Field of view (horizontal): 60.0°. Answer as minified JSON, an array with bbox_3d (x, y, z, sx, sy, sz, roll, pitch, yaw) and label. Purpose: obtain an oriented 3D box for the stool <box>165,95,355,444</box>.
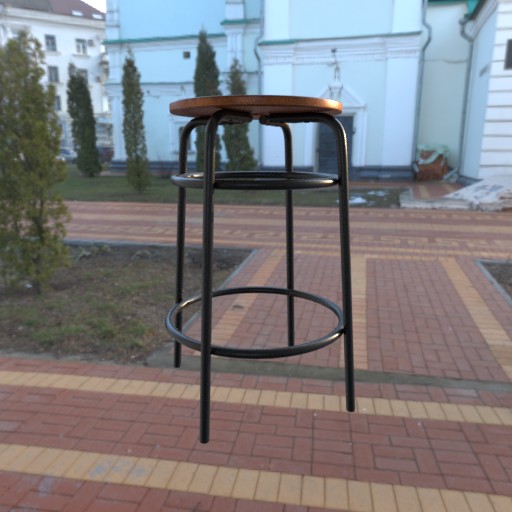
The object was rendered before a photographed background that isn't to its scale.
[{"bbox_3d":[0.000,0.000,0.941,0.455,0.610,0.455,6,15,25],"label":"stool"}]
